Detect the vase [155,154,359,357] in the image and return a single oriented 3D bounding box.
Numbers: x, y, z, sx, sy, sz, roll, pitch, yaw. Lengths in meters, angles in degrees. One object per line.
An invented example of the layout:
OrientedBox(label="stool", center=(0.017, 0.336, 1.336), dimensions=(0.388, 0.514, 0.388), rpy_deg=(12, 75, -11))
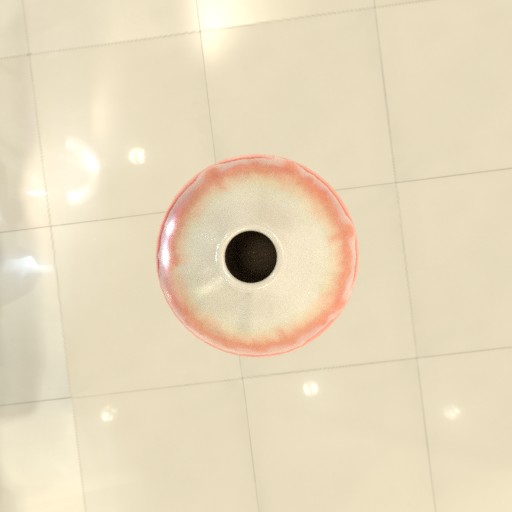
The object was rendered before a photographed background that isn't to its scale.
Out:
OrientedBox(label="vase", center=(0.000, 0.000, 0.275), dimensions=(0.137, 0.176, 0.137), rpy_deg=(0, 90, 1))
